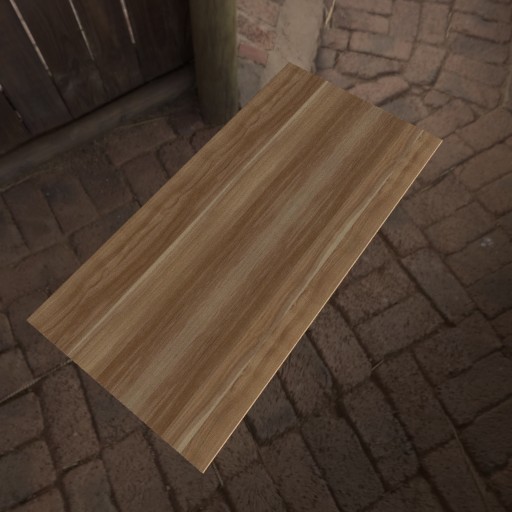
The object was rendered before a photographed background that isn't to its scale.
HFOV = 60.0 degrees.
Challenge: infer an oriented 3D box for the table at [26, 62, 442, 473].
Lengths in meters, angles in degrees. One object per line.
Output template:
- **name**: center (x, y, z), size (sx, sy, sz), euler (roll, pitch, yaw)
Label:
- **table**: center (0.000, 0.000, 2.494), size (1.000, 0.770, 2.000), euler (34, 68, 15)
